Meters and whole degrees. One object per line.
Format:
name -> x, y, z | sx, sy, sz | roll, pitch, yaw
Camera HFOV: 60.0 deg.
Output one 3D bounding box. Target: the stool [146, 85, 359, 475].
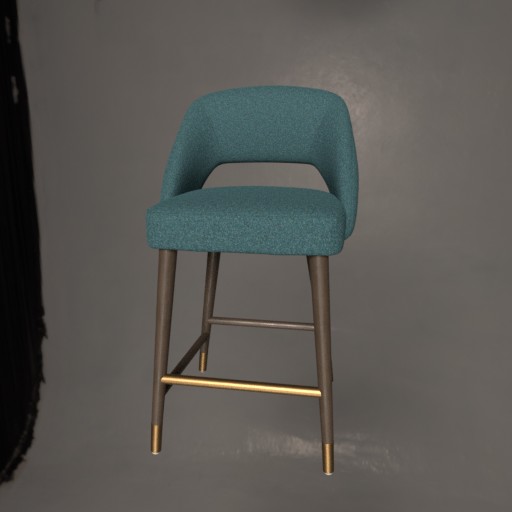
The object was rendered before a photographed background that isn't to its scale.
stool -> 0.000, 0.000, 1.226 | 0.536, 0.939, 0.522 | 2, 15, 9
